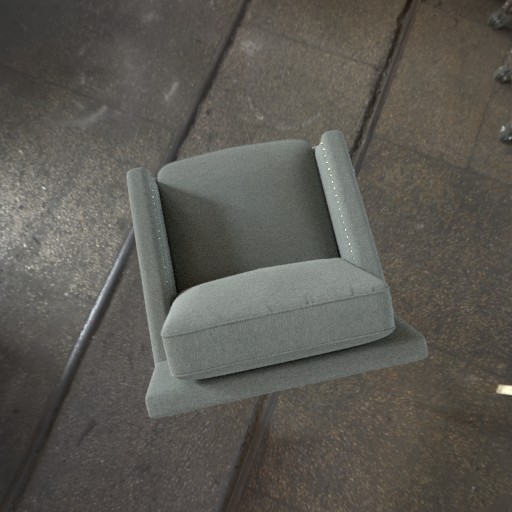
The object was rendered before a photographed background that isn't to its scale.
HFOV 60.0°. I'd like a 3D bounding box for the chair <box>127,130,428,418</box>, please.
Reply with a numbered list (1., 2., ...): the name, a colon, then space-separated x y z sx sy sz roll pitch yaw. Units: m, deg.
1. chair: 0.000 0.000 1.818 0.885 1.031 1.031 -12 76 -3
